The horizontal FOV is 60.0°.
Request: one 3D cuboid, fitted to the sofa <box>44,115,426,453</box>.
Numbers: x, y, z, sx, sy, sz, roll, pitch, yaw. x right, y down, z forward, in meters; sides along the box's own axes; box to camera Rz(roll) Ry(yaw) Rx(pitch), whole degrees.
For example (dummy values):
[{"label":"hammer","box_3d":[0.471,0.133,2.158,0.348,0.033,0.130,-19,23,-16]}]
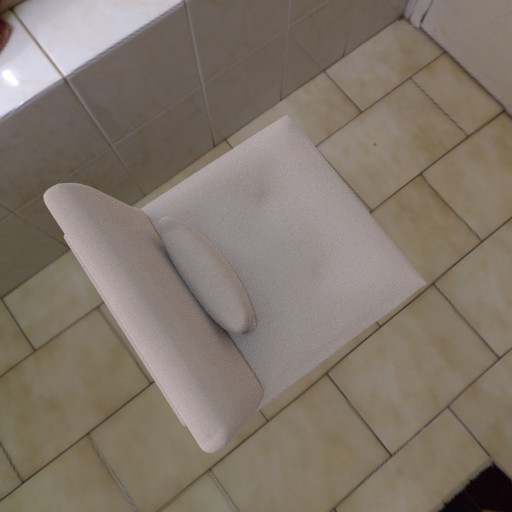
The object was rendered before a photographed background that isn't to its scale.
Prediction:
[{"label":"sofa","box_3d":[0.000,0.000,1.669,1.000,0.828,0.935,-35,79,-8]}]
